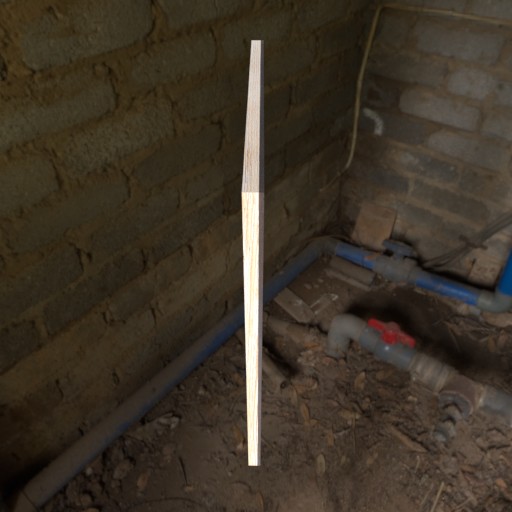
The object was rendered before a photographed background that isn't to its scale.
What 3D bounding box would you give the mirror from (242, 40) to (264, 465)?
[{"bbox_3d":[0.000,0.000,1.194,0.032,0.882,0.730,0,41,0],"label":"mirror"}]
